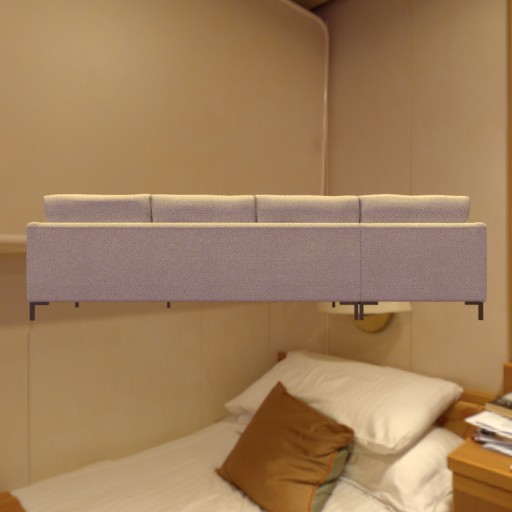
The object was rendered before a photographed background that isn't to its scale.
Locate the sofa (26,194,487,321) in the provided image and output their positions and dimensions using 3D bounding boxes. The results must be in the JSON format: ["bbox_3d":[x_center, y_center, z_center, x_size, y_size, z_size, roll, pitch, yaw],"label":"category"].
[{"bbox_3d":[0.000,0.000,3.498,2.737,0.756,1.879,0,0,-1],"label":"sofa"}]
